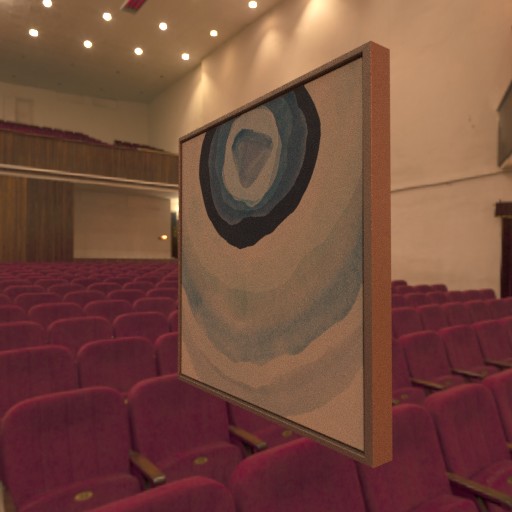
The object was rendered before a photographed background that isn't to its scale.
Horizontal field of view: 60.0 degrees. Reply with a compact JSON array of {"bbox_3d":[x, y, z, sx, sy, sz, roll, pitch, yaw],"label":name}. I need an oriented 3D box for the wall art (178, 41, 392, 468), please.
[{"bbox_3d":[0.000,0.000,0.507,0.028,0.349,0.349,1,-2,-36],"label":"wall art"}]
